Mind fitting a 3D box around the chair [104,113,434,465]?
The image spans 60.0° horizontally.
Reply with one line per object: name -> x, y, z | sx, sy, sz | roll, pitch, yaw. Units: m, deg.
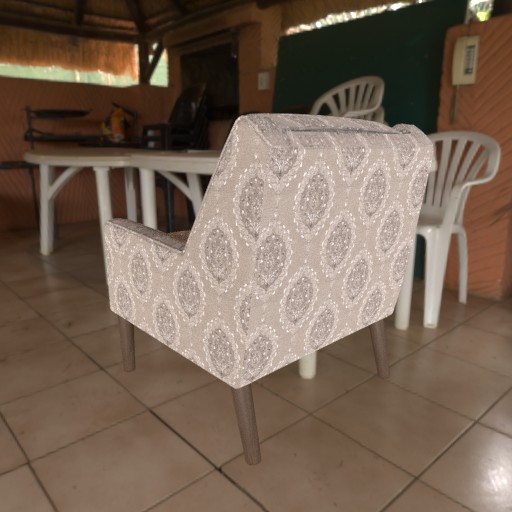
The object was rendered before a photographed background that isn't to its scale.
chair -> 0.000, 0.000, 1.347 | 0.665, 0.797, 0.750 | -13, 19, -42
